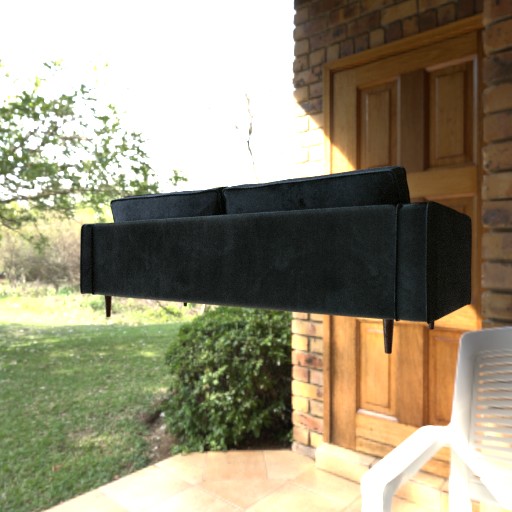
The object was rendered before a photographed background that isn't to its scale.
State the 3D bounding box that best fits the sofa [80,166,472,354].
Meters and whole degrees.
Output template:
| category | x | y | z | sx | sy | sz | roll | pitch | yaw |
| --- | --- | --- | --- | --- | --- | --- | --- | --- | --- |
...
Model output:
| category | x | y | z | sx | sy | sz | roll | pitch | yaw |
| --- | --- | --- | --- | --- | --- | --- | --- | --- | --- |
| sofa | 0.000 | 0.000 | 2.601 | 2.214 | 0.781 | 0.886 | 0 | 0 | 35 |
